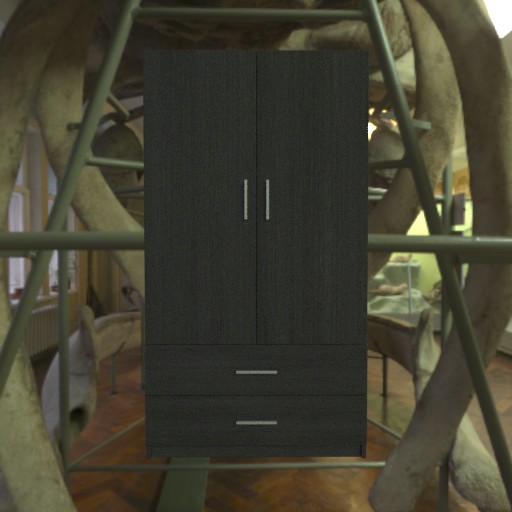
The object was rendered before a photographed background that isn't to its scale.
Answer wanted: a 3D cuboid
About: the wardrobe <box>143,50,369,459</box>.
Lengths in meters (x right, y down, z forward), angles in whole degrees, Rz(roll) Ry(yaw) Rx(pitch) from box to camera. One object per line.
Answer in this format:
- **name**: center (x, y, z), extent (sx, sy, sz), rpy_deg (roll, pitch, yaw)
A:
- **wardrobe**: center (0.000, 0.000, 2.225), extent (0.991, 1.808, 0.577), rpy_deg (0, 2, 0)
